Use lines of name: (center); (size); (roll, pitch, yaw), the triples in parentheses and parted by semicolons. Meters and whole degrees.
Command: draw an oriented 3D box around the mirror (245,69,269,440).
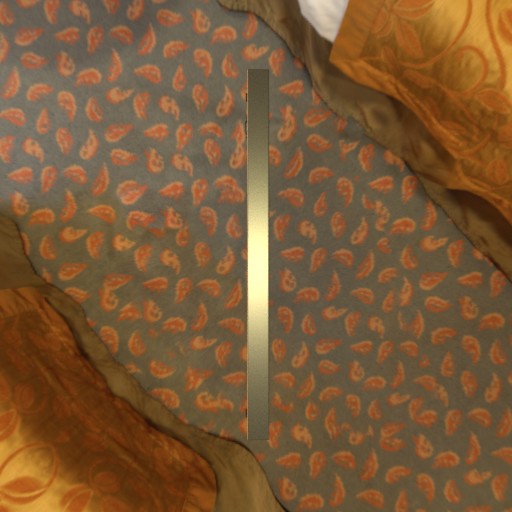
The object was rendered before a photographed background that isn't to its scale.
mirror: (0.000, 0.000, 1.185); (0.040, 0.915, 0.609); (0, 90, 0)
